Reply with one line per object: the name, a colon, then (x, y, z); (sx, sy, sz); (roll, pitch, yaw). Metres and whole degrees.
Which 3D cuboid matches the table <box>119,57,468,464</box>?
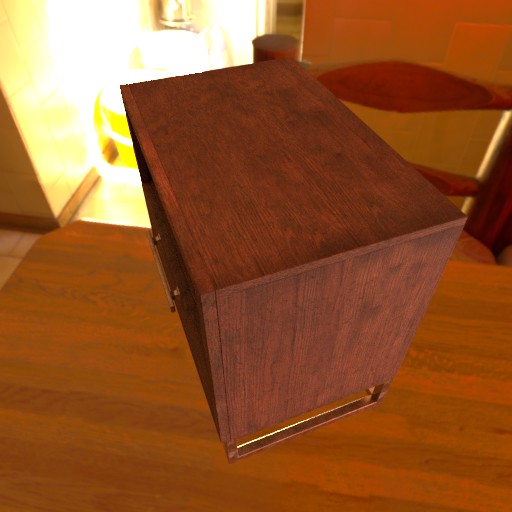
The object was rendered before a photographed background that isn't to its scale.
table: (0.000, 0.000, 1.251); (0.542, 0.746, 0.767); (-16, 48, -15)
